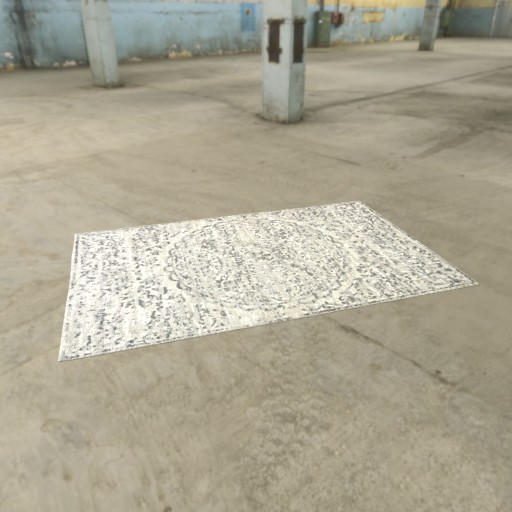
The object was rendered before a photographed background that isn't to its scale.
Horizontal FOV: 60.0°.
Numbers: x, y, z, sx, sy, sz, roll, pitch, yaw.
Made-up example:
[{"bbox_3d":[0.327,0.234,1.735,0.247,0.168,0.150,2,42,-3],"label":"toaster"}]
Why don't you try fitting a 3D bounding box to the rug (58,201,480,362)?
[{"bbox_3d":[0.000,0.000,3.080,2.447,0.021,1.527,-8,29,-15],"label":"rug"}]
